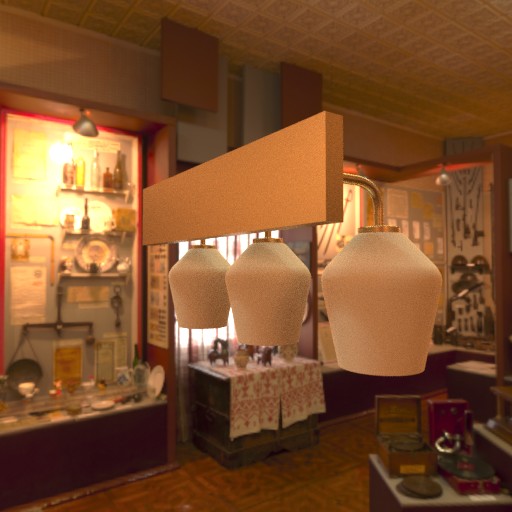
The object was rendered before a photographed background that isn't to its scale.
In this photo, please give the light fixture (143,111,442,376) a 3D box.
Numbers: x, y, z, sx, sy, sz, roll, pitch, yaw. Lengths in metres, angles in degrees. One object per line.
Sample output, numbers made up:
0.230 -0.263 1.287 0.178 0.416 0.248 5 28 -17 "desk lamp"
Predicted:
0.000 0.000 0.723 0.190 0.280 0.609 1 -2 -34 "light fixture"
